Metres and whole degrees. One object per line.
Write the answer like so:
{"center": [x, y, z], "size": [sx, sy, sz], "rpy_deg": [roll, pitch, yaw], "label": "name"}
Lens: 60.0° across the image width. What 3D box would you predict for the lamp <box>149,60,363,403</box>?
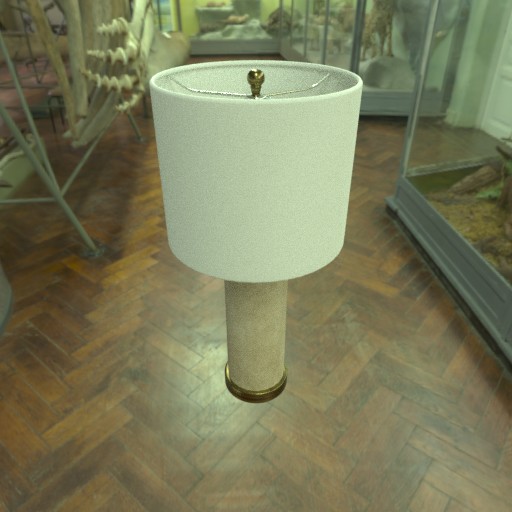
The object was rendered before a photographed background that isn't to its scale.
{"center": [0.000, 0.000, 0.806], "size": [0.305, 0.634, 0.305], "rpy_deg": [-21, 38, -30], "label": "lamp"}
